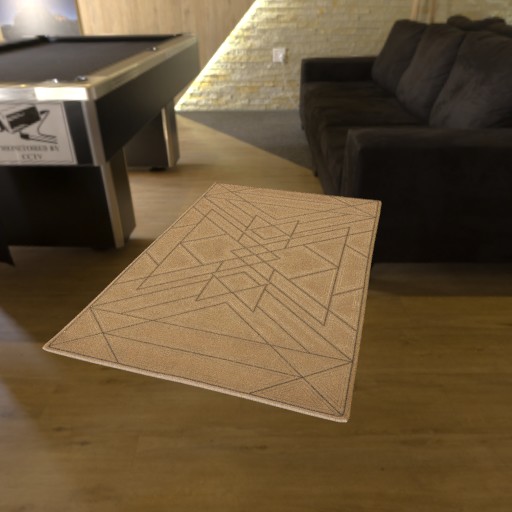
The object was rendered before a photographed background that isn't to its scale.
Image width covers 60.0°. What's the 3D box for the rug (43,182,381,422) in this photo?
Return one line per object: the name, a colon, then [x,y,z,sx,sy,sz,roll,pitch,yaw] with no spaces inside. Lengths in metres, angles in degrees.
rug: [0.000,0.000,3.098,1.575,0.023,2.459,9,32,15]
